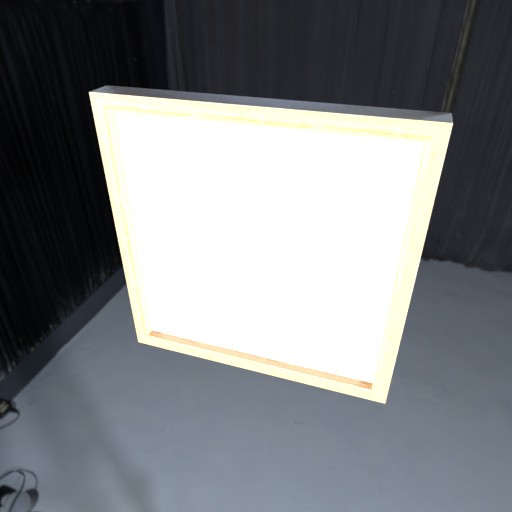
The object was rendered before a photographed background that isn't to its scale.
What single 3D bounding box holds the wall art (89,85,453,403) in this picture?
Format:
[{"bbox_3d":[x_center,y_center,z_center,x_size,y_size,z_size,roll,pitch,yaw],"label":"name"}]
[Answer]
[{"bbox_3d":[0.000,0.000,0.448,0.303,0.303,0.028,10,34,15],"label":"wall art"}]
